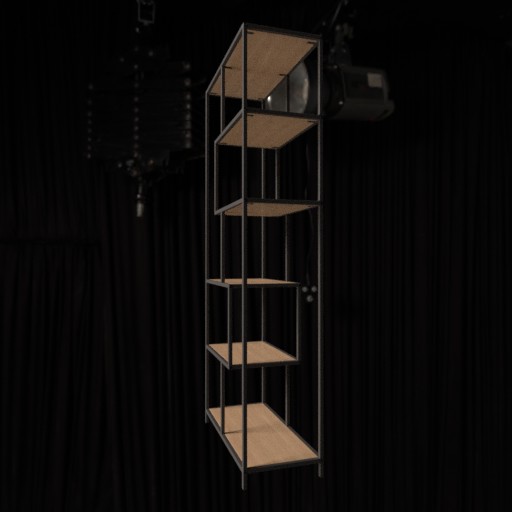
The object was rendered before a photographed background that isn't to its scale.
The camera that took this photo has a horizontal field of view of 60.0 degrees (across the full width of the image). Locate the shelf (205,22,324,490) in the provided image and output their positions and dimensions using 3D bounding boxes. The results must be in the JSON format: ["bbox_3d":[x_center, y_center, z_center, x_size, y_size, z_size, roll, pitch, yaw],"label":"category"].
[{"bbox_3d":[0.000,0.000,2.172,0.350,1.850,0.770,0,-1,-18],"label":"shelf"}]
